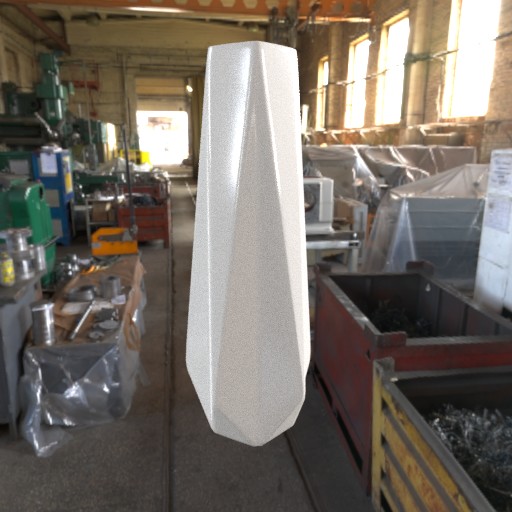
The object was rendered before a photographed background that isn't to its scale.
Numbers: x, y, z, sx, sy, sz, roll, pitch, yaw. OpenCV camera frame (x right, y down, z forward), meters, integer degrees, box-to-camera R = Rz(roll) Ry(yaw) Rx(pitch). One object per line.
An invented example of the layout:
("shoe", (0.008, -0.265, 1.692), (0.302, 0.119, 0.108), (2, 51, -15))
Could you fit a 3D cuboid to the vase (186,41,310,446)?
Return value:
("vase", (0.000, 0.000, 0.383), (0.122, 0.329, 0.116), (-13, 19, -42))
